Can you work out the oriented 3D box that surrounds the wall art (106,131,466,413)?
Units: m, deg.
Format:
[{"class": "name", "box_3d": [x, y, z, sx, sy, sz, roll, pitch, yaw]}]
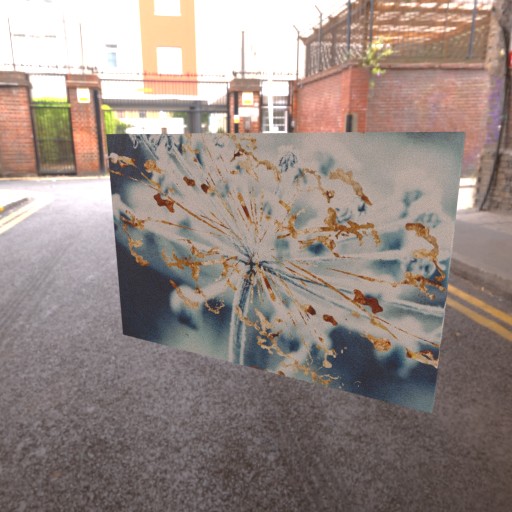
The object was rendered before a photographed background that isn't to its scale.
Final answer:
[{"class": "wall art", "box_3d": [0.000, 0.000, 0.759, 0.607, 0.405, 0.036, 7, 17, 26]}]
